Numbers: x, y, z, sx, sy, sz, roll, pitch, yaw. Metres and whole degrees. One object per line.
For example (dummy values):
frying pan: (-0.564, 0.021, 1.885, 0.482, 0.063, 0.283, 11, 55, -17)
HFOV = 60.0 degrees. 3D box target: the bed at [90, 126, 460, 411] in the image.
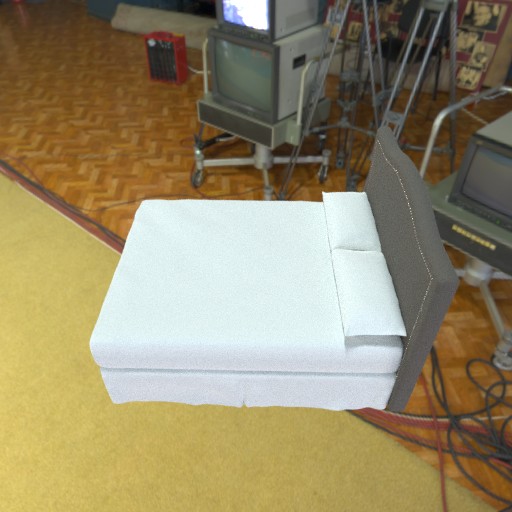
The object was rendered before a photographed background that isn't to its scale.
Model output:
bed: (0.000, 0.000, 3.161, 2.036, 1.387, 1.666, 1, 42, 1)
